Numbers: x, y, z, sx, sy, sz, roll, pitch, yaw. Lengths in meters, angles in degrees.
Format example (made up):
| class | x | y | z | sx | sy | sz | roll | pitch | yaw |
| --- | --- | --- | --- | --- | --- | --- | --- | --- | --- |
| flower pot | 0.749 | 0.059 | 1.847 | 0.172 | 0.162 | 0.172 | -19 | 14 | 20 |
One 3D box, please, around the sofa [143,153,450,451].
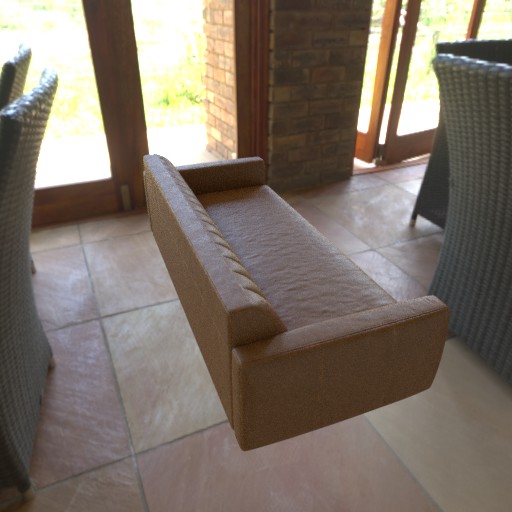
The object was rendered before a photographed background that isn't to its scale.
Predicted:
| class | x | y | z | sx | sy | sz | roll | pitch | yaw |
| --- | --- | --- | --- | --- | --- | --- | --- | --- | --- |
| sofa | 0.000 | 0.000 | 2.742 | 0.990 | 0.821 | 2.291 | -11 | 32 | -18 |
